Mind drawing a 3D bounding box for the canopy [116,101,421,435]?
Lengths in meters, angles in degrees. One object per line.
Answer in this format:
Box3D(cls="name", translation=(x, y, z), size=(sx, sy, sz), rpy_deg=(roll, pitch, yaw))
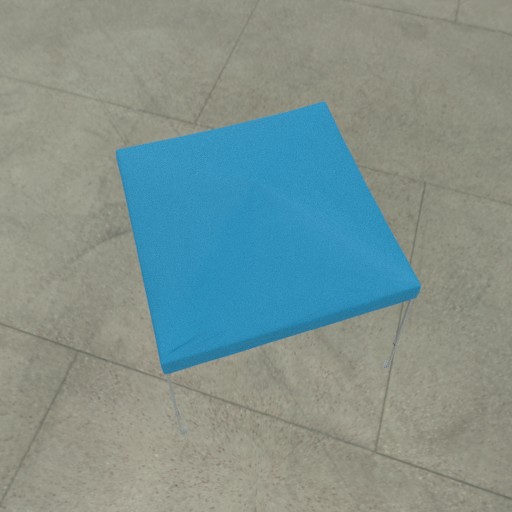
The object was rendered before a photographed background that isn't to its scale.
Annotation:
Box3D(cls="canopy", translation=(0.000, 0.000, 6.415), size=(3.600, 3.600, 3.599), rpy_deg=(-16, 64, -8))
